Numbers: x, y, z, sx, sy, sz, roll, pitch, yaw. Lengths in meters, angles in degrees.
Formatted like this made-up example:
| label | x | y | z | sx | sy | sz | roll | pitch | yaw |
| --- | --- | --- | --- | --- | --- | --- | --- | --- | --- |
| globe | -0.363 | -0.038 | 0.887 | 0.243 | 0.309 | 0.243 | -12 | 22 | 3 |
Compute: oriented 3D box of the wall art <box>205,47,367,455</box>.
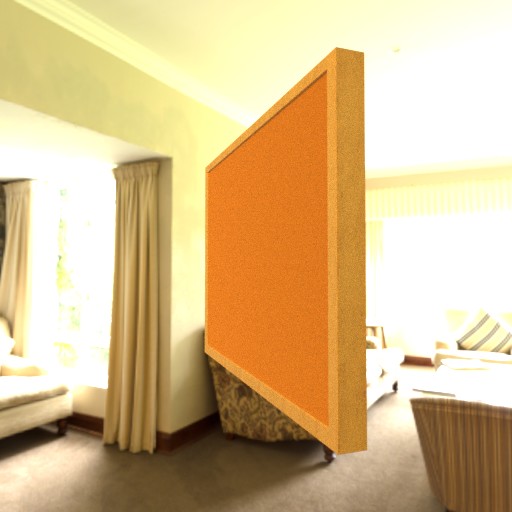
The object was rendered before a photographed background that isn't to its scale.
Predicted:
| label | x | y | z | sx | sy | sz | roll | pitch | yaw |
| --- | --- | --- | --- | --- | --- | --- | --- | --- | --- |
| wall art | 0.000 | 0.000 | 0.668 | 0.032 | 0.380 | 0.532 | 1 | -2 | -20 |
